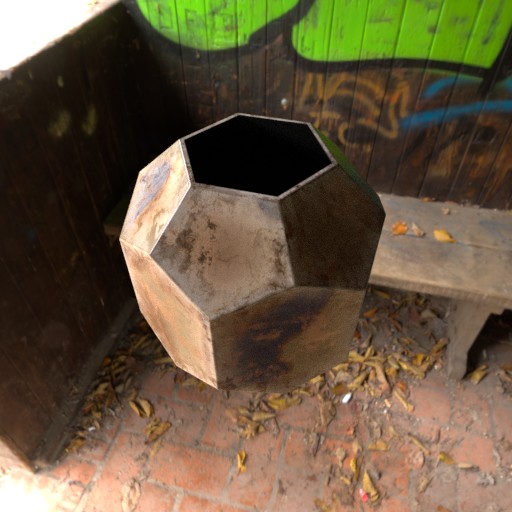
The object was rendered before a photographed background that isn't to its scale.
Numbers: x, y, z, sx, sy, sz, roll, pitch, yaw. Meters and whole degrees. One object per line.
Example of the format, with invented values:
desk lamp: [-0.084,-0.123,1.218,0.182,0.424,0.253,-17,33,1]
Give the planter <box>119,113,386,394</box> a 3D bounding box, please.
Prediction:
planter: [0.000,0.000,0.439,0.243,0.238,0.221,-10,46,-10]
